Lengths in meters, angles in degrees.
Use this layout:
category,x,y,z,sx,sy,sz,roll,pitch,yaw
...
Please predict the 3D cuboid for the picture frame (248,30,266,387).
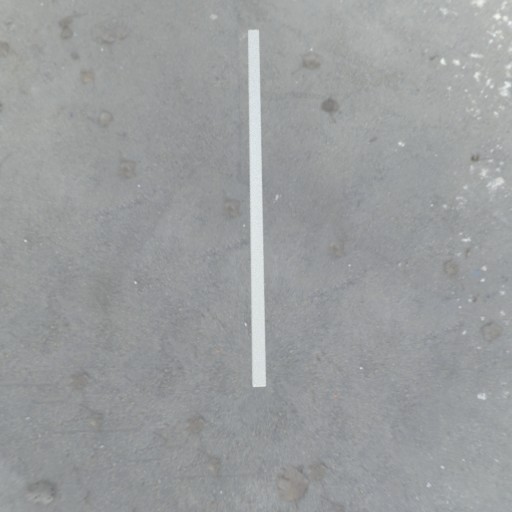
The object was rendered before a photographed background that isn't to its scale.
category,x,y,z,sx,sy,sz,roll,pitch,yaw
picture frame,0.000,0.000,0.701,0.012,0.534,0.381,-1,75,0
